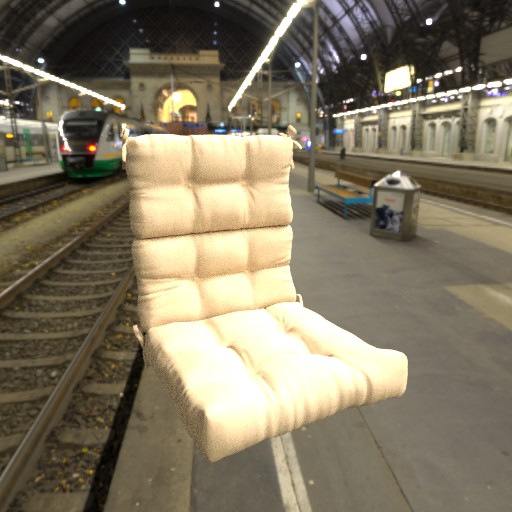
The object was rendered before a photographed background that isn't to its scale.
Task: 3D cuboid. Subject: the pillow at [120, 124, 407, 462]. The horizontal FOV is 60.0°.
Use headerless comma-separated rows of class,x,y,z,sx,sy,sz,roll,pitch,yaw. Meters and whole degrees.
pillow,0.000,0.000,1.032,0.519,0.605,0.571,-7,16,-26
